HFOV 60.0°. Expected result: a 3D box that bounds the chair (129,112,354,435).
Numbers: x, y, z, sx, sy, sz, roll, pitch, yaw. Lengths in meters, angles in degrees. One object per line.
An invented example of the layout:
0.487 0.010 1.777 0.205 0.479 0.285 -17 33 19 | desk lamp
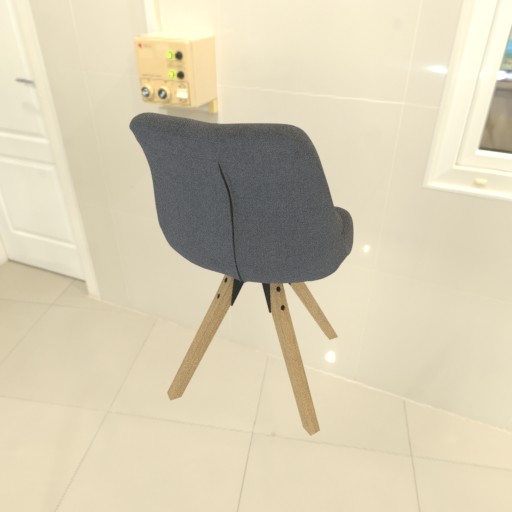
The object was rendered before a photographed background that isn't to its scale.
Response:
0.000 0.000 1.169 0.485 0.850 0.550 9 34 14 | chair
